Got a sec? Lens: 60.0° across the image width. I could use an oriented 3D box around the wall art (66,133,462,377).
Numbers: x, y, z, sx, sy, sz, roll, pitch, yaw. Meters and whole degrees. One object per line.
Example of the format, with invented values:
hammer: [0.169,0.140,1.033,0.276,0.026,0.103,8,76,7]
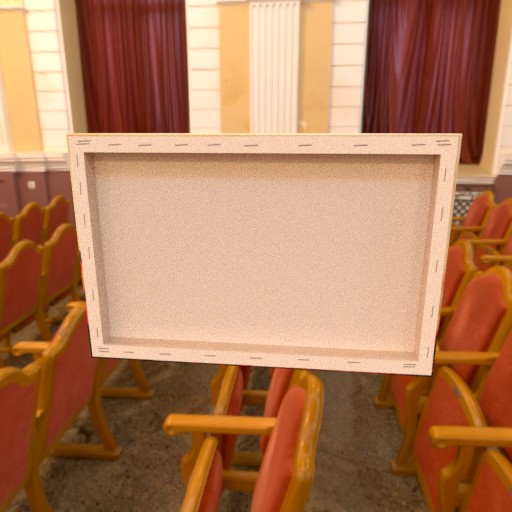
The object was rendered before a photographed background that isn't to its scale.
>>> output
wall art: [0.000,0.000,0.755,0.613,0.402,0.040,2,16,6]
